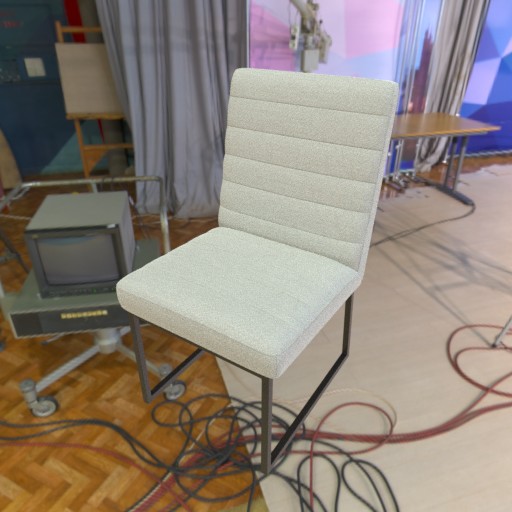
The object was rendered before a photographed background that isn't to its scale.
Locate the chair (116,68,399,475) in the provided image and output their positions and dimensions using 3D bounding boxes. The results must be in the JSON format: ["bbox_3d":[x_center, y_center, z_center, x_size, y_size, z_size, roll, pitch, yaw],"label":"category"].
[{"bbox_3d":[0.000,0.000,1.283,0.520,0.930,0.634,18,35,28],"label":"chair"}]
